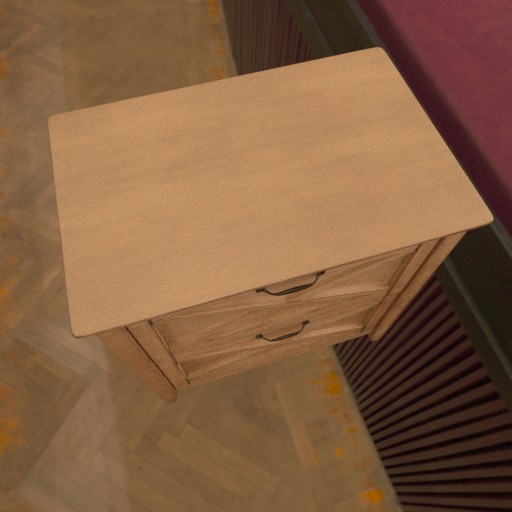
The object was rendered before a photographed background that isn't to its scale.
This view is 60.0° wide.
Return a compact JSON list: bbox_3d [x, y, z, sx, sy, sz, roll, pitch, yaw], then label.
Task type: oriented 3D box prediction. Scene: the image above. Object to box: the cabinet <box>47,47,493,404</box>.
[{"bbox_3d":[0.000,0.000,1.202,0.763,0.762,0.503,-15,63,-8],"label":"cabinet"}]
